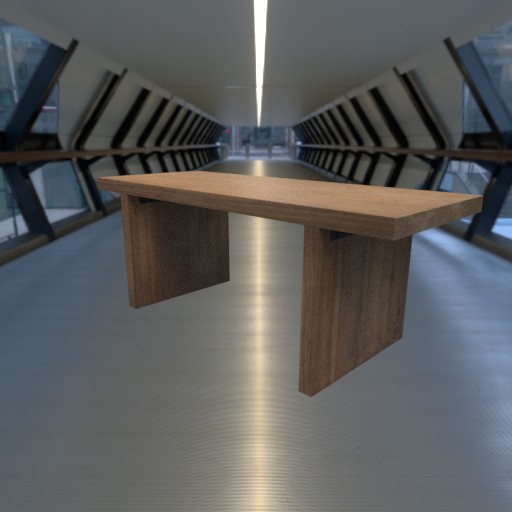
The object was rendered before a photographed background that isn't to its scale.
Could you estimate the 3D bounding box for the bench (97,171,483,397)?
[{"bbox_3d":[0.000,0.000,1.438,1.183,0.458,0.458,14,21,43],"label":"bench"}]
